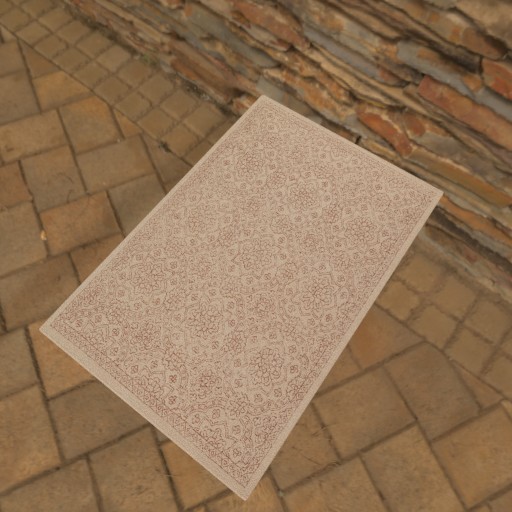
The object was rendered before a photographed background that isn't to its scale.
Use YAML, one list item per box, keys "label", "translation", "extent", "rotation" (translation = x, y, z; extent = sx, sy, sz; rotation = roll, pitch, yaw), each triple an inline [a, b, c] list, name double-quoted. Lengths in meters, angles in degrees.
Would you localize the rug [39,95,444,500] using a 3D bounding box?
- label: "rug"
  translation: [0.000, 0.000, 2.260]
  extent: [1.219, 0.010, 1.829]
  rotation: [33, 69, 14]
